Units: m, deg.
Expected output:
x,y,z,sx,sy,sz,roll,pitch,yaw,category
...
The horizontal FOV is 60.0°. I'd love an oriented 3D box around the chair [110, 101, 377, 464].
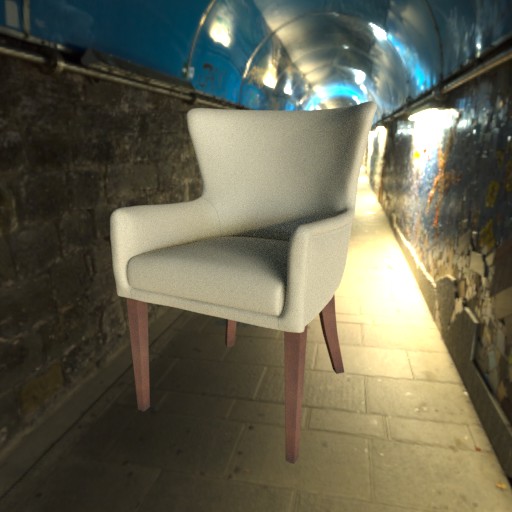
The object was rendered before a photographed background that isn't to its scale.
x,y,z,sx,sy,sz,roll,pitch,yaw,category
0.000,0.000,1.440,0.660,0.952,0.686,8,17,26,chair
